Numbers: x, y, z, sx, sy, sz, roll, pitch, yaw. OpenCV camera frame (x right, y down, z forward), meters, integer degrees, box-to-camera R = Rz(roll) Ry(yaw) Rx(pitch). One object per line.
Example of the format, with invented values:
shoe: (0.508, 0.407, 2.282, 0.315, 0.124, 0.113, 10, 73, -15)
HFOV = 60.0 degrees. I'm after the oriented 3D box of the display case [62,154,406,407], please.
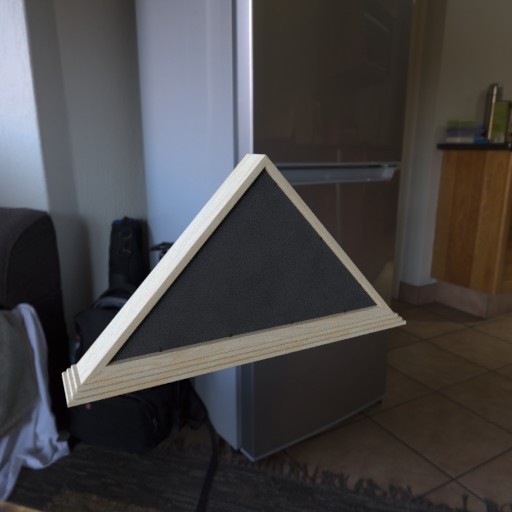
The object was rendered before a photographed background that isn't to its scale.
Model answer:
display case: (0.000, 0.000, 0.760, 0.640, 0.340, 0.095, -7, 16, -26)
